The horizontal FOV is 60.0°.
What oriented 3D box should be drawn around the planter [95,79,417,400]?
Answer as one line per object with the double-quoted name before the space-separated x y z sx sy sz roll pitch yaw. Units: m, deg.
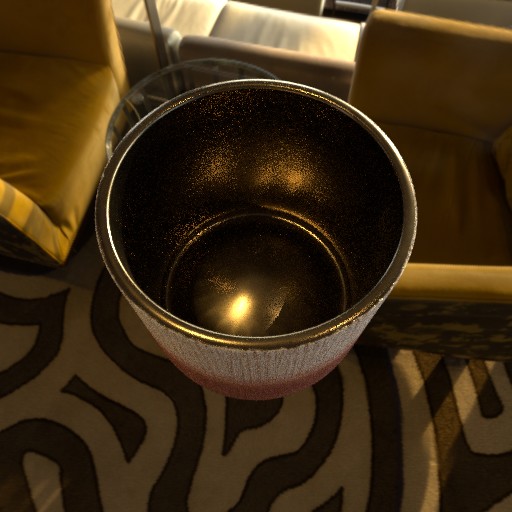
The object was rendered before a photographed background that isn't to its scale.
"planter" 0.000 0.000 0.312 0.178 0.157 0.178 0 64 0
